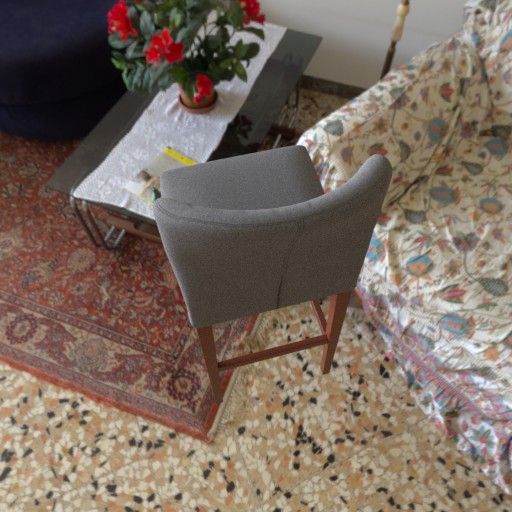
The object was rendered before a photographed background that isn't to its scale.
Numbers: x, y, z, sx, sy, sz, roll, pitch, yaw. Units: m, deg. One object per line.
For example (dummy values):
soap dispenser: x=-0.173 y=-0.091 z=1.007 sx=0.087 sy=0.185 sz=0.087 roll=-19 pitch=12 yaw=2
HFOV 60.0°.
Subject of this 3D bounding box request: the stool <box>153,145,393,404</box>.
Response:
stool: x=0.000 y=0.000 z=1.342 sx=0.481 sy=1.069 sz=0.568 roll=-13 pitch=58 yaw=-8
